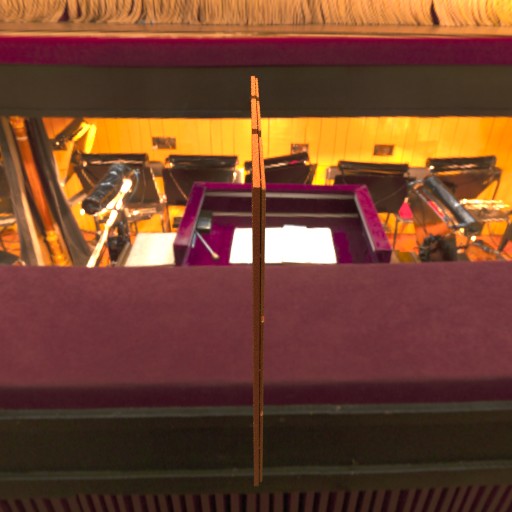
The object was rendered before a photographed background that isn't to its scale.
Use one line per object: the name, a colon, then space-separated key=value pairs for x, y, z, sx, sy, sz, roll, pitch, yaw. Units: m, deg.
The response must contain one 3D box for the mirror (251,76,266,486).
mirror: x=0.000 y=0.000 z=1.454 sx=0.023 sy=0.926 sz=1.011 roll=0 pitch=32 yaw=-1
